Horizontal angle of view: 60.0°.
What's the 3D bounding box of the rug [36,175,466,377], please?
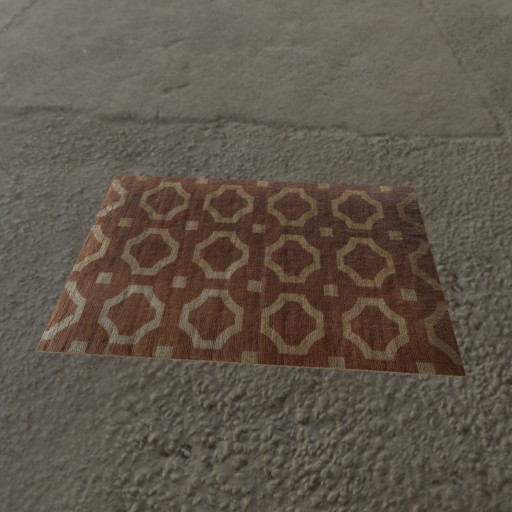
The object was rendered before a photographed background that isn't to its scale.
[{"bbox_3d":[0.000,0.000,2.865,2.286,0.016,1.555,3,48,3],"label":"rug"}]
